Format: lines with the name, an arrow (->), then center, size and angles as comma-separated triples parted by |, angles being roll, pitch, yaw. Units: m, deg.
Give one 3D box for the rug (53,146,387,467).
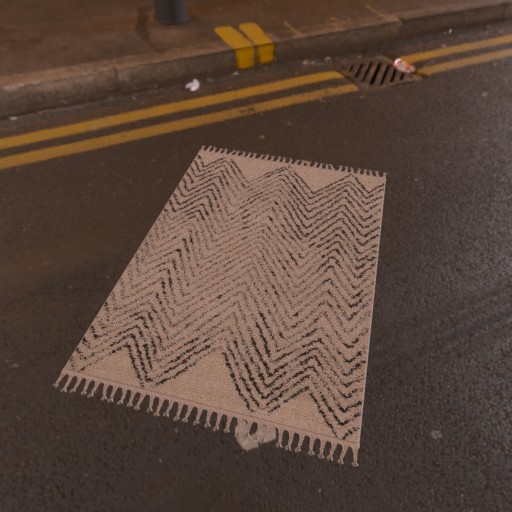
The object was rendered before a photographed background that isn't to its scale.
rug -> 0.000, 0.000, 2.288 | 1.230, 0.014, 1.847 | 11, 47, 10
